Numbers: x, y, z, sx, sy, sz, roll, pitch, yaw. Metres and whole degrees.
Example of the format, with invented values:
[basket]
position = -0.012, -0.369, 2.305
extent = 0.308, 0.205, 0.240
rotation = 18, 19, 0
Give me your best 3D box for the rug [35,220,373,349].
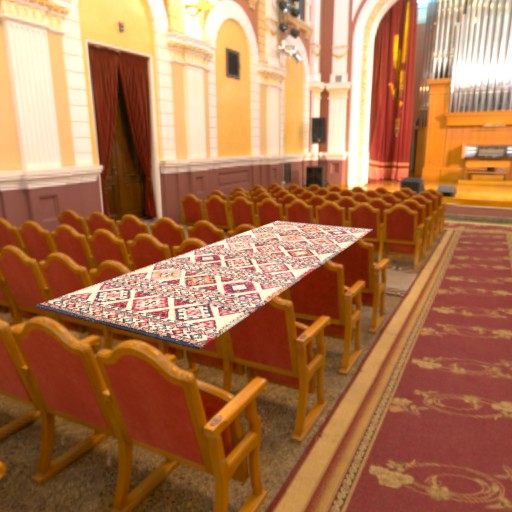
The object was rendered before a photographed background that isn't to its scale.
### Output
[rug]
position = 0.000, 0.000, 2.651
extent = 0.832, 0.008, 2.362
rotation = 7, 16, 27
